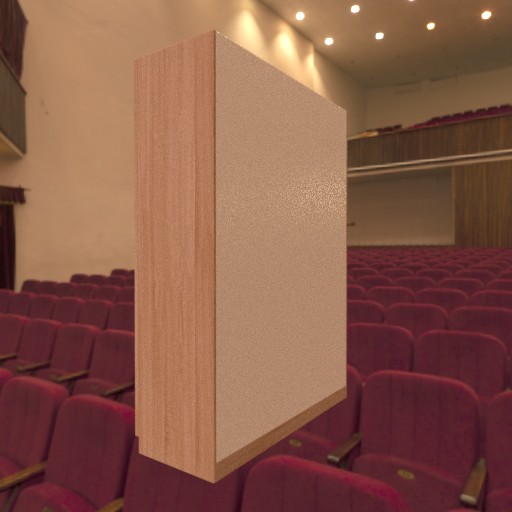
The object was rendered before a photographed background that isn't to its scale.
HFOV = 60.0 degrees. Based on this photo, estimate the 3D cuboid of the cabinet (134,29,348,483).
[{"bbox_3d":[0.000,0.000,2.847,0.590,2.120,1.500,1,1,36],"label":"cabinet"}]
